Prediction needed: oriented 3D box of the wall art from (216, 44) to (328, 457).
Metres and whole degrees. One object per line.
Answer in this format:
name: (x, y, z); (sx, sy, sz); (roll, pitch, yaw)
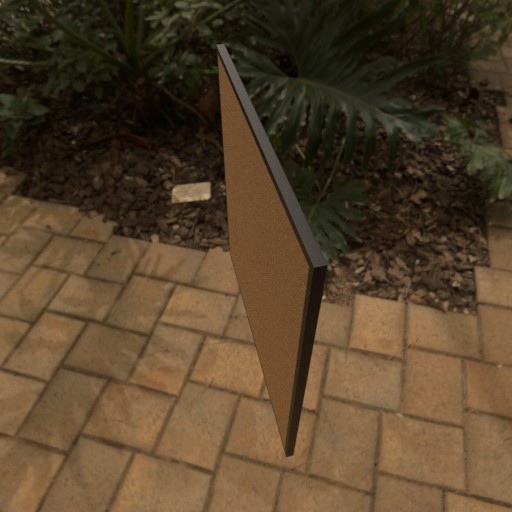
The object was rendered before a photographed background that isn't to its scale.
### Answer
wall art: (0.000, 0.000, 0.686); (0.012, 0.458, 0.457); (-10, 48, -9)
